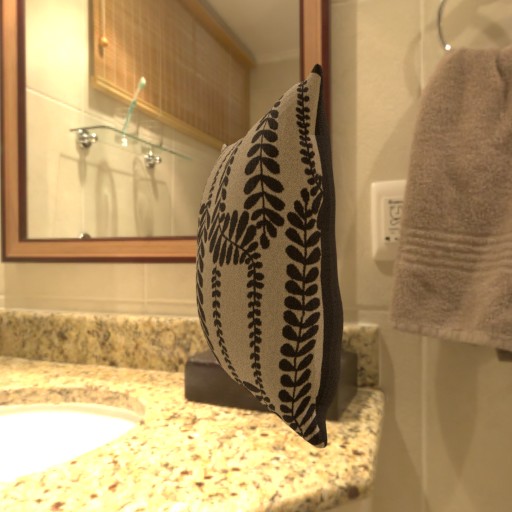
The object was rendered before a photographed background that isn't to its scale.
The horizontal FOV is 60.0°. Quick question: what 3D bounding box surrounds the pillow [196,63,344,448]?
[{"bbox_3d":[0.000,0.000,0.692,0.182,0.441,0.440,0,1,-18],"label":"pillow"}]
